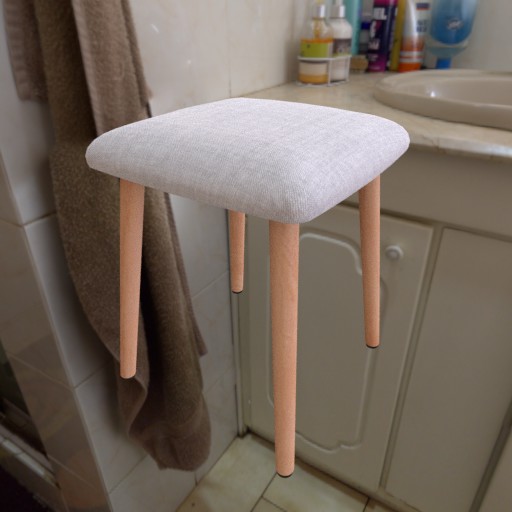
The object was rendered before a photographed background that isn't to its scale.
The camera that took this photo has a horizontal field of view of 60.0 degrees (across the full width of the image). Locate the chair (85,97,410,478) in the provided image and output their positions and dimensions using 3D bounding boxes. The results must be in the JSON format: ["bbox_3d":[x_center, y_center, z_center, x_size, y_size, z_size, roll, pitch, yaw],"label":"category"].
[{"bbox_3d":[0.000,0.000,0.702,0.350,0.440,0.350,19,35,30],"label":"chair"}]
